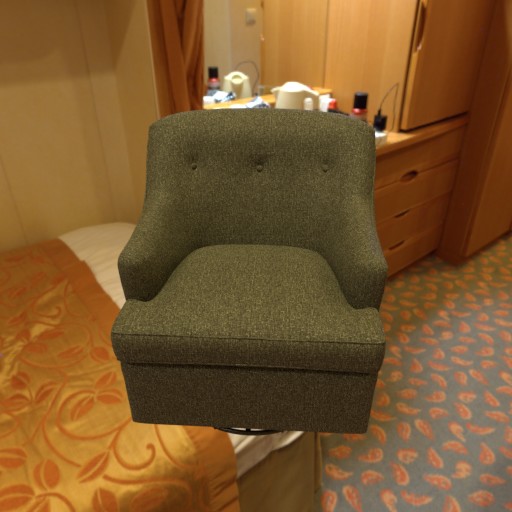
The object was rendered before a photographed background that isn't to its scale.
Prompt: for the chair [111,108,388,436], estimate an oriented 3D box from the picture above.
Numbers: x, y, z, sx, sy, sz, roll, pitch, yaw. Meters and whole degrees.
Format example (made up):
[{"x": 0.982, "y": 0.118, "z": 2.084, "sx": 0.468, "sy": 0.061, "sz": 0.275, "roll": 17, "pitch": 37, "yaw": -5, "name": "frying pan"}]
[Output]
[{"x": 0.000, "y": 0.000, "z": 1.590, "sx": 0.864, "sy": 0.856, "sz": 0.923, "roll": 2, "pitch": 30, "yaw": 3, "name": "chair"}]
